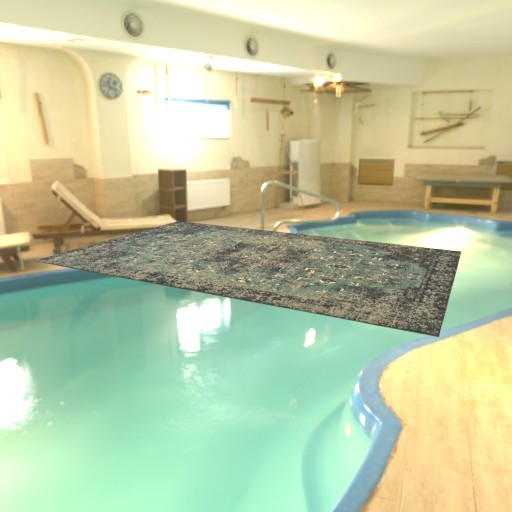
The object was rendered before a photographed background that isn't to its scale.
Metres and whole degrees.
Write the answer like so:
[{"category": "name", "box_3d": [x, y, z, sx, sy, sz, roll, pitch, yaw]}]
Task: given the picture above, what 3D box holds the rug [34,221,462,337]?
[{"category": "rug", "box_3d": [0.000, 0.000, 2.974, 2.440, 0.007, 1.525, 8, 17, 26]}]
